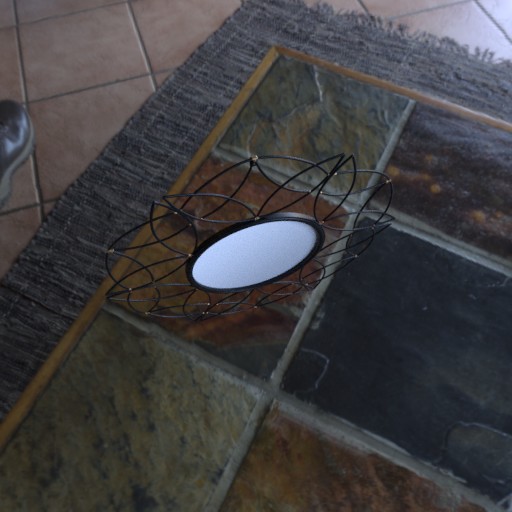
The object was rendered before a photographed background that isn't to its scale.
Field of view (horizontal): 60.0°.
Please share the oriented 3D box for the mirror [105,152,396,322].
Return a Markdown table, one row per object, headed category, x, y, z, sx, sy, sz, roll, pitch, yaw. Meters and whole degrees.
| category | x | y | z | sx | sy | sz | roll | pitch | yaw |
| --- | --- | --- | --- | --- | --- | --- | --- | --- | --- |
| mirror | 0.000 | 0.000 | 1.175 | 0.797 | 0.775 | 0.028 | -15 | 63 | -8 |
